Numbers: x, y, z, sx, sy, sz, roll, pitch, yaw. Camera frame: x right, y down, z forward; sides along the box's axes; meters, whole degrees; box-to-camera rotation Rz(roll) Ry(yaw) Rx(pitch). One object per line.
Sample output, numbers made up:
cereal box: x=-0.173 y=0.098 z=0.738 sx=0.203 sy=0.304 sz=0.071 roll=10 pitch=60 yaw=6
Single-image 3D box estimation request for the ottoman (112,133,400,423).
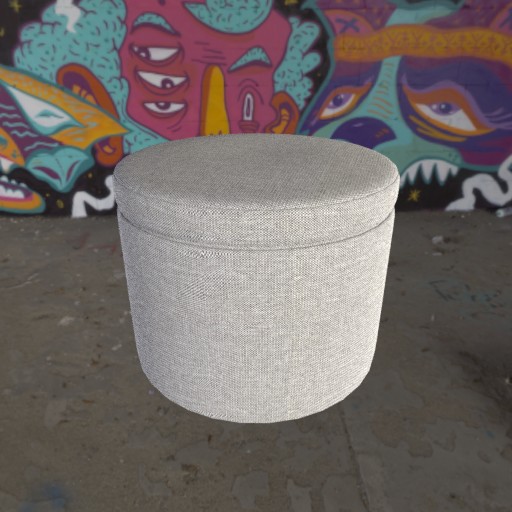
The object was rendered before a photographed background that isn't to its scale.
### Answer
ottoman: x=0.000 y=0.000 z=0.879 sx=0.500 sy=0.419 sz=0.500 roll=0 pitch=26 yaw=0
